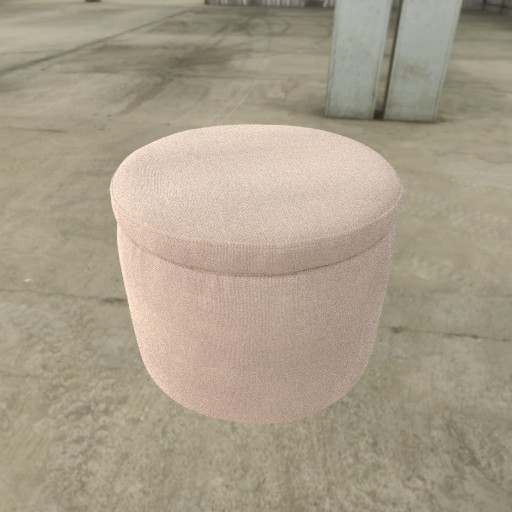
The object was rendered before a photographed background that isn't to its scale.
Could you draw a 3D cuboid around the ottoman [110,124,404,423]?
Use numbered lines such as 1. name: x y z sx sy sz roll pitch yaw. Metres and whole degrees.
1. ottoman: 0.000 0.000 0.857 0.497 0.409 0.497 0 33 0
